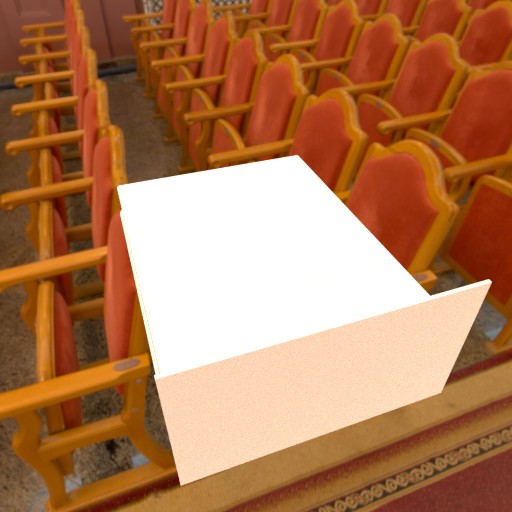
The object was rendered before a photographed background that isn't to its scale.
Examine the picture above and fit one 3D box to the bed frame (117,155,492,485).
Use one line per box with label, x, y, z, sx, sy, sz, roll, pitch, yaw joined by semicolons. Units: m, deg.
bed frame;0.000;0.000;2.603;1.400;0.800;1.900;-13;41;-15
